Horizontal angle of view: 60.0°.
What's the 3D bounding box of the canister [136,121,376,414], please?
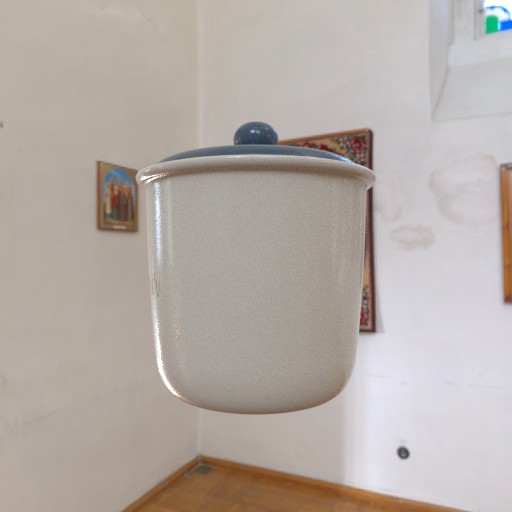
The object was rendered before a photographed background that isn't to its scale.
[{"bbox_3d":[0.000,0.000,0.347,0.182,0.208,0.182,0,0,0],"label":"canister"}]
